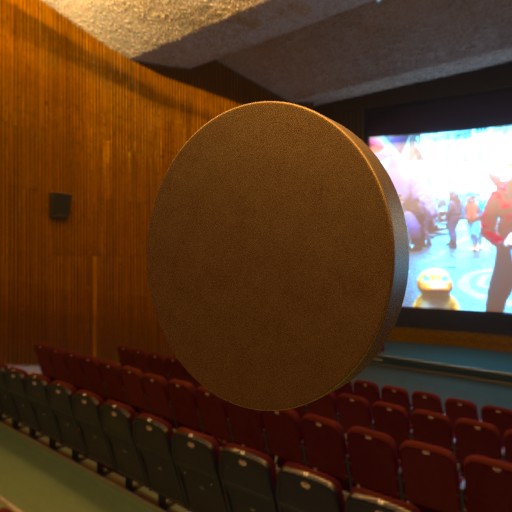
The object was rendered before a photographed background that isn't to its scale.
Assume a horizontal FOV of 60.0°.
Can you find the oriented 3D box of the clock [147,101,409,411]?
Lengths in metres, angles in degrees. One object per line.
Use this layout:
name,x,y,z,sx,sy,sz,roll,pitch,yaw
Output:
clock,0.000,0.000,0.473,0.314,0.314,0.040,0,0,37
